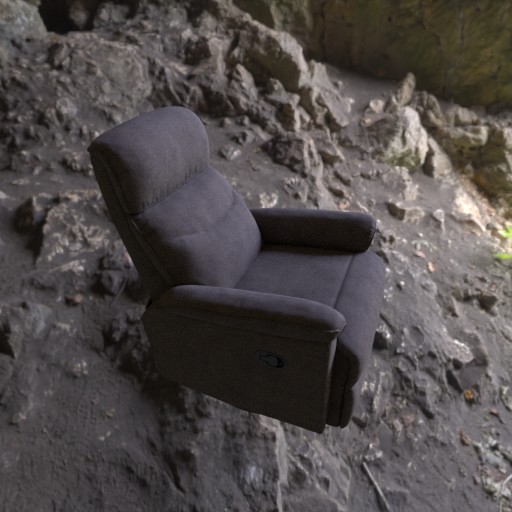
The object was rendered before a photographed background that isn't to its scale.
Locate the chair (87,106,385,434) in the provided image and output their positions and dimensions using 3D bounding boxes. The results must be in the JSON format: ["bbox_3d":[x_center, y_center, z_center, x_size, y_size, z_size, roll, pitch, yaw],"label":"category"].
[{"bbox_3d":[0.000,0.000,1.766,1.009,1.036,0.830,11,33,18],"label":"chair"}]
